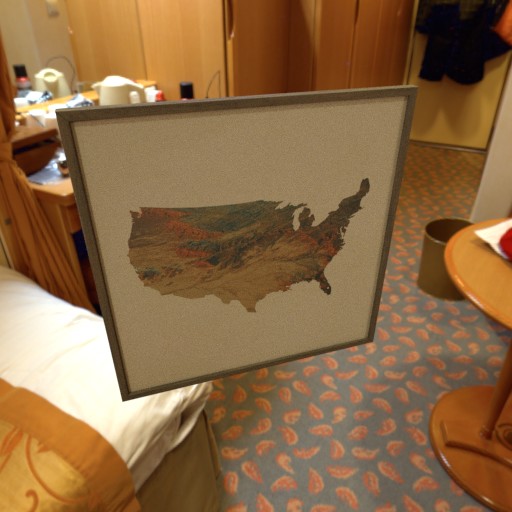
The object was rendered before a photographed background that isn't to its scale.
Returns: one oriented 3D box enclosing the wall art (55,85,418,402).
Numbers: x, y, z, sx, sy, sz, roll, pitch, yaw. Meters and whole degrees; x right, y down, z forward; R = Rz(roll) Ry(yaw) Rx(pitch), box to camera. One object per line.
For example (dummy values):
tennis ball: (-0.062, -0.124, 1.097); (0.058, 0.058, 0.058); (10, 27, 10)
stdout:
wall art: (0.000, 0.000, 0.733); (0.508, 0.507, 0.016); (-10, 33, -15)
